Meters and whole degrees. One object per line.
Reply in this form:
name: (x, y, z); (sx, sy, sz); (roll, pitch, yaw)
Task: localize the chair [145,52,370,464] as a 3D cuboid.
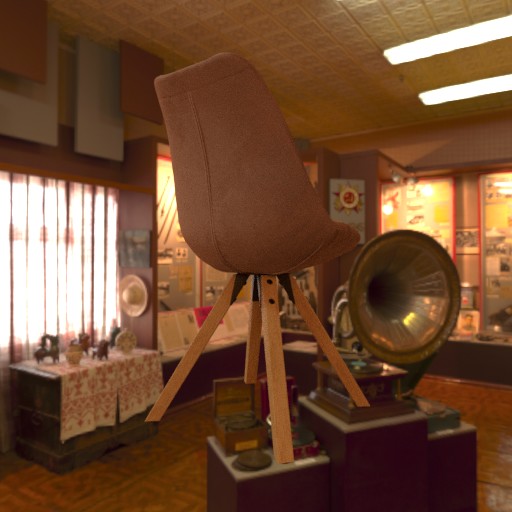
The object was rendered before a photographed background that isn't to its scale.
chair: (0.000, 0.000, 1.187); (0.485, 0.850, 0.550); (0, -1, 36)
